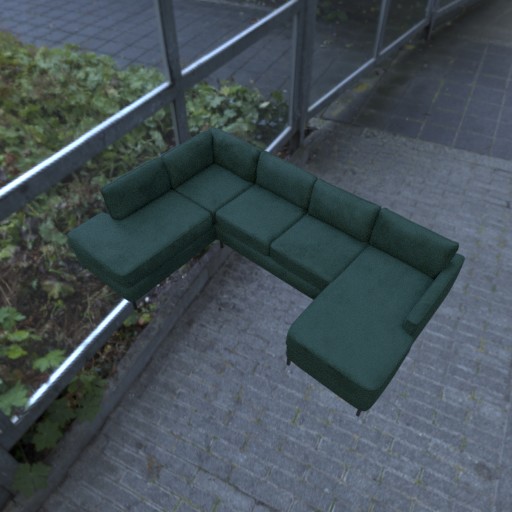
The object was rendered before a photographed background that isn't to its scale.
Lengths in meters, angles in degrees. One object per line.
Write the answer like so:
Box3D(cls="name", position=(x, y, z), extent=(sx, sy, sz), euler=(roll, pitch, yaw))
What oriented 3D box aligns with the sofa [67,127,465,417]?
Box3D(cls="sofa", position=(0.000, 0.000, 3.965), extent=(2.994, 0.861, 1.992), euler=(32, 54, 27))
